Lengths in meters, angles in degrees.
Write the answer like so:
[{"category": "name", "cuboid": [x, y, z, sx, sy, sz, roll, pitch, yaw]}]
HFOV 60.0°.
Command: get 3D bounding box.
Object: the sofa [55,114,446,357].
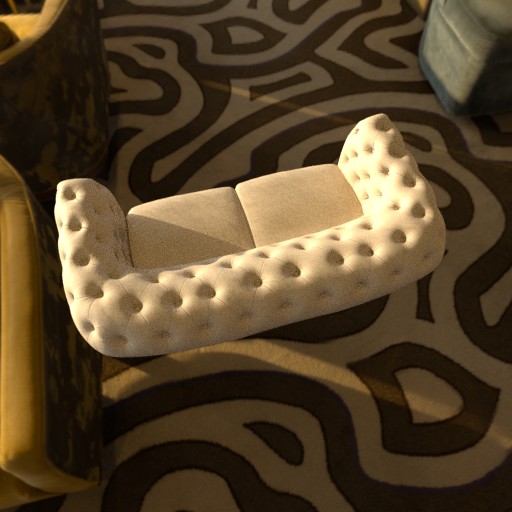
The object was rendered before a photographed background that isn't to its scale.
[{"category": "sofa", "cuboid": [0.000, 0.000, 2.544, 1.988, 0.835, 1.069, -14, 60, -8]}]
